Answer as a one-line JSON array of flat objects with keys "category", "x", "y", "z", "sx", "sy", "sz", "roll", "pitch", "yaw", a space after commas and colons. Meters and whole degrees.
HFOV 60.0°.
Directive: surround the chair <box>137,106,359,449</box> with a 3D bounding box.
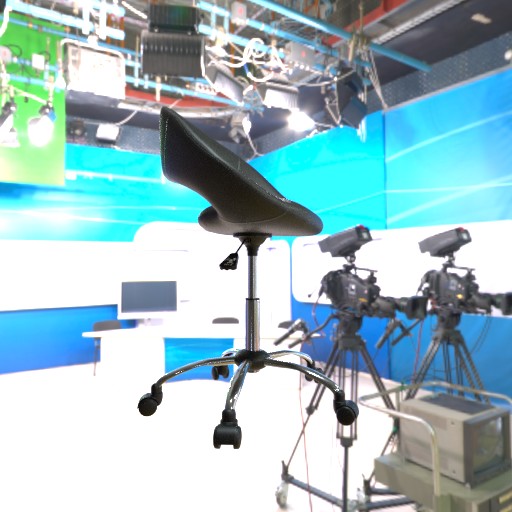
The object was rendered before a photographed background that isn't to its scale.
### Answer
[{"category": "chair", "x": 0.000, "y": 0.000, "z": 1.179, "sx": 0.538, "sy": 0.791, "sz": 0.612, "roll": 0, "pitch": -1, "yaw": 17}]
